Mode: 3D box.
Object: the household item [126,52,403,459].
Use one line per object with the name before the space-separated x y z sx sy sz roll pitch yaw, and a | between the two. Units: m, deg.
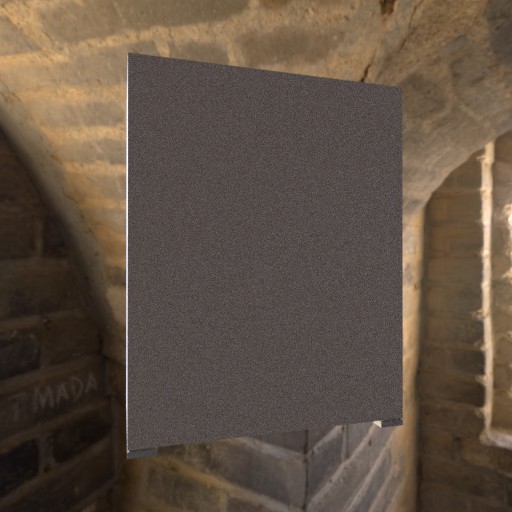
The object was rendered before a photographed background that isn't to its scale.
household item | 0.000 0.000 1.413 0.790 1.010 0.420 0 0 -17
